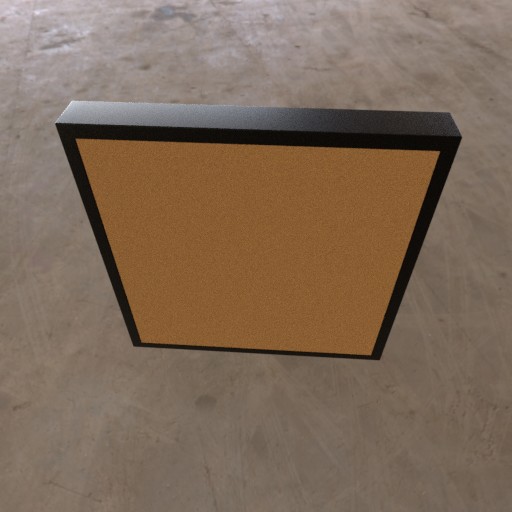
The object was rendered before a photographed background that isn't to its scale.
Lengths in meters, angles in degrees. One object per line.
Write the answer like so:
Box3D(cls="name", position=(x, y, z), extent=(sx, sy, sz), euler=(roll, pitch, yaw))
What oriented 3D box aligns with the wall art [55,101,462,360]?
Box3D(cls="wall art", position=(0.000, 0.000, 0.444), extent=(0.299, 0.299, 0.037), euler=(3, 45, 3))
